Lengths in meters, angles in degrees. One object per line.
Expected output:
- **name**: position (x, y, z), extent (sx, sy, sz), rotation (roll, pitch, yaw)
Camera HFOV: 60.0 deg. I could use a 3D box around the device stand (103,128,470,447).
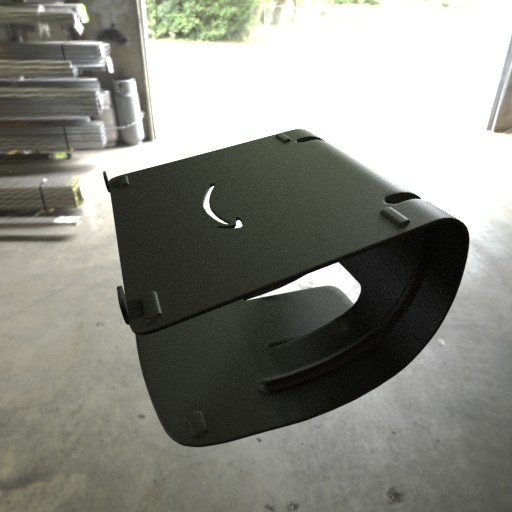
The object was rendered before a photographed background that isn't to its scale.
- **device stand**: position (0.000, 0.000, 0.397), extent (0.236, 0.155, 0.256), rotation (-10, 32, -16)
